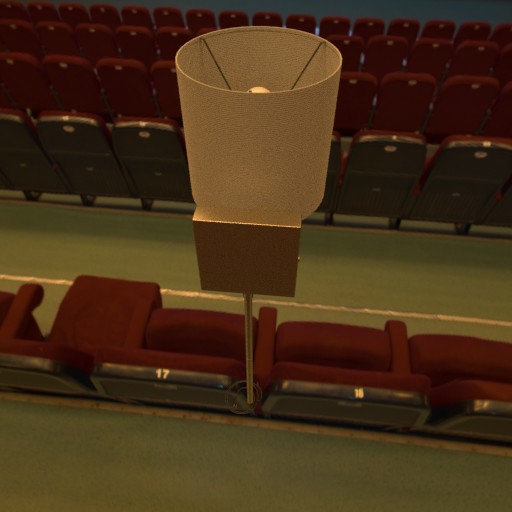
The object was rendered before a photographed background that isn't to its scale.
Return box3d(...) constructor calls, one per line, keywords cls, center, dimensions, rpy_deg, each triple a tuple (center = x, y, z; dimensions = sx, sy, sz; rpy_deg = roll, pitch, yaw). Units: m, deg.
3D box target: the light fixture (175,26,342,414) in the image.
box3d(cls="light fixture", center=(0.000, 0.000, 0.692), dimensions=(0.188, 0.589, 0.248), rpy_deg=(4, 46, 4))
